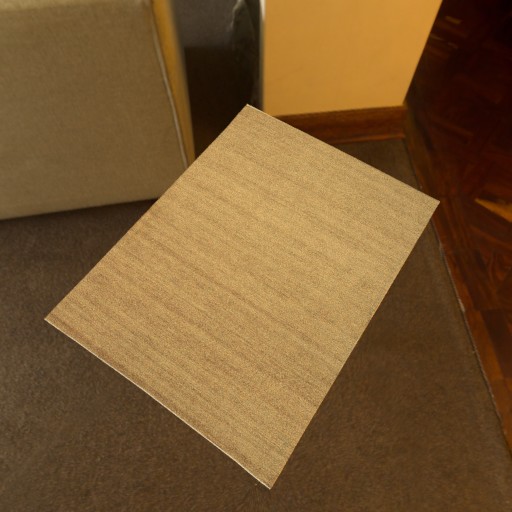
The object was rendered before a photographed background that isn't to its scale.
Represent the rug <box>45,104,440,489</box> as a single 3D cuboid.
[{"bbox_3d":[0.000,0.000,4.276,2.434,0.045,3.202,31,67,15],"label":"rug"}]
